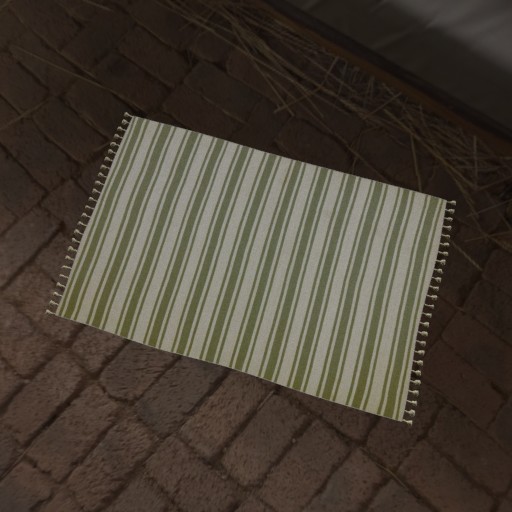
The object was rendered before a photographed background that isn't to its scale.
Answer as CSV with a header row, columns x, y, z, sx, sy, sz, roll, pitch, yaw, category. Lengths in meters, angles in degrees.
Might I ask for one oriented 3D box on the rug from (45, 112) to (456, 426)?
x,y,z,sx,sy,sz,roll,pitch,yaw,category
0.000,0.000,2.265,1.875,0.013,1.162,16,77,4,rug
